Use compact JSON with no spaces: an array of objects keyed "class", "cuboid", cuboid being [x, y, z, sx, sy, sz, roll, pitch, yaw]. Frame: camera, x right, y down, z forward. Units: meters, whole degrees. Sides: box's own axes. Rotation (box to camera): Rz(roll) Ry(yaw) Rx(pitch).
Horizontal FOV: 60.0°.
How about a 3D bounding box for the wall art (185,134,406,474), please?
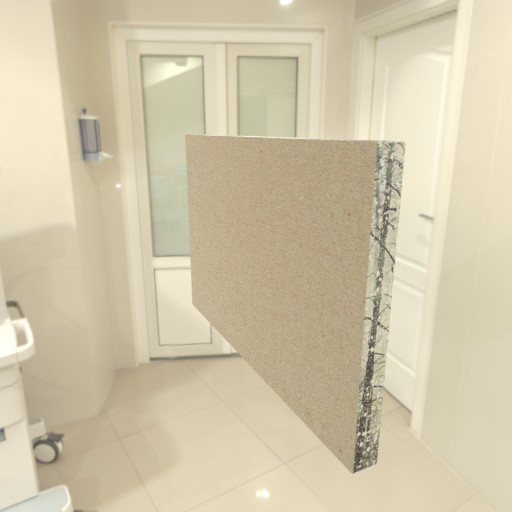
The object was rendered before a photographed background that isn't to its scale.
[{"class":"wall art","cuboid":[0.000,0.000,0.767,0.042,0.398,0.618,-8,18,-25]}]
